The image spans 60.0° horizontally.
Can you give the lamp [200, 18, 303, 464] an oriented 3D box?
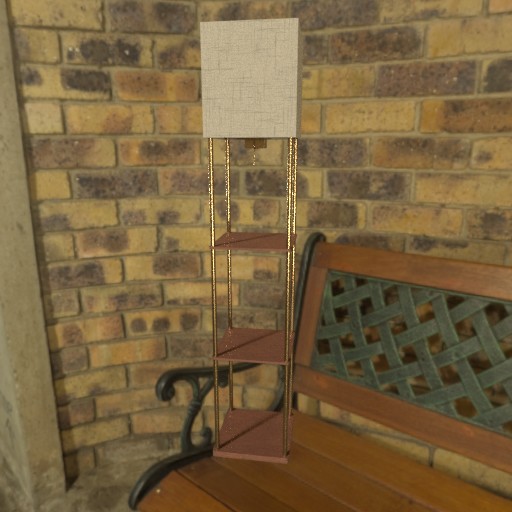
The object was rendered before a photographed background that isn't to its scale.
[{"bbox_3d":[0.000,0.000,1.698,0.308,1.569,0.310,2,14,8],"label":"lamp"}]
